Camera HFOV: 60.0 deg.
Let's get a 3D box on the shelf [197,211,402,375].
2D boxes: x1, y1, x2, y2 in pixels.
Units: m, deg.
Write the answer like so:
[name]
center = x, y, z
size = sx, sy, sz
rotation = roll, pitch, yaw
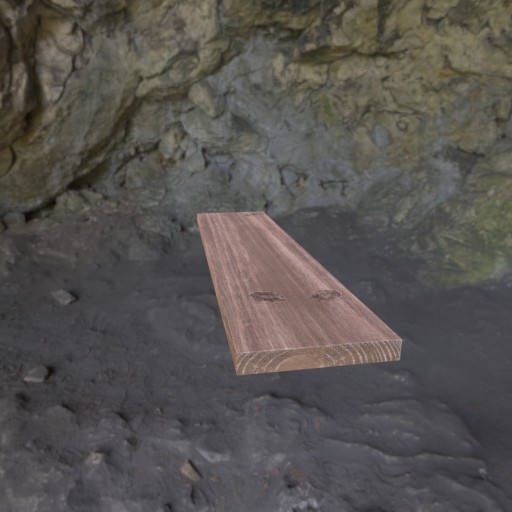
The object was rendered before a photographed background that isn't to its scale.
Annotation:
[shelf]
center = 0.000, 0.000, 0.650
size = 0.140, 0.020, 0.610
rotation = -3, 16, -10
